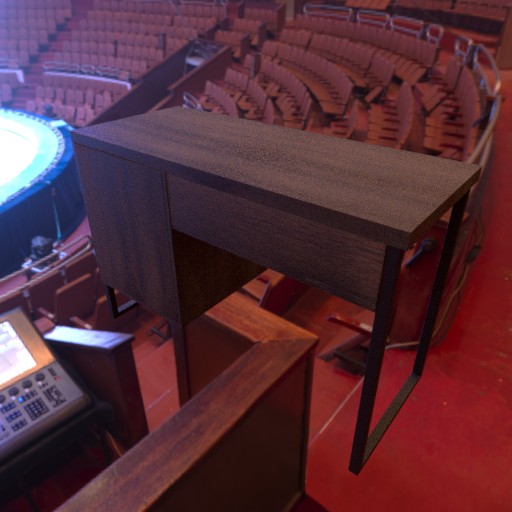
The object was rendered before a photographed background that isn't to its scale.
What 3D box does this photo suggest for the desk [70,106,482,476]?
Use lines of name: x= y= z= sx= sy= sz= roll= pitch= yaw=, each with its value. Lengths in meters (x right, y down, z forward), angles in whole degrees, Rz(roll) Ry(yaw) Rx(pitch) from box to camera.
desk: x=0.000 y=0.000 z=1.484 sx=1.134 sy=0.752 sz=0.511 roll=22 pitch=37 yaw=32
